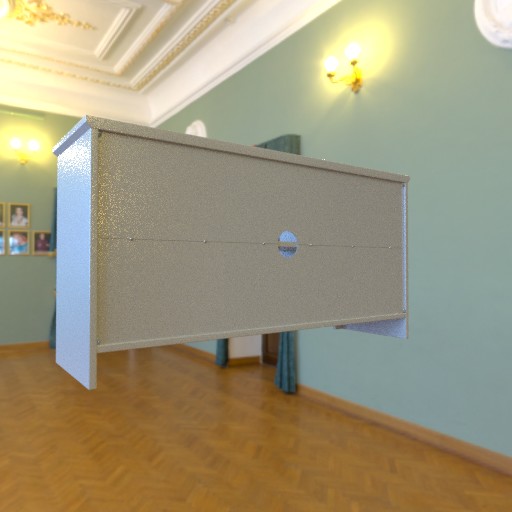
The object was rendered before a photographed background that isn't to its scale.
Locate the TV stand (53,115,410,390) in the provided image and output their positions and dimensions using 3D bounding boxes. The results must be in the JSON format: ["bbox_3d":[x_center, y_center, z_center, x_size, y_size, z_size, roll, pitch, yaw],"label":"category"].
[{"bbox_3d":[0.000,0.000,1.447,1.167,0.603,0.344,1,-1,-36],"label":"TV stand"}]
